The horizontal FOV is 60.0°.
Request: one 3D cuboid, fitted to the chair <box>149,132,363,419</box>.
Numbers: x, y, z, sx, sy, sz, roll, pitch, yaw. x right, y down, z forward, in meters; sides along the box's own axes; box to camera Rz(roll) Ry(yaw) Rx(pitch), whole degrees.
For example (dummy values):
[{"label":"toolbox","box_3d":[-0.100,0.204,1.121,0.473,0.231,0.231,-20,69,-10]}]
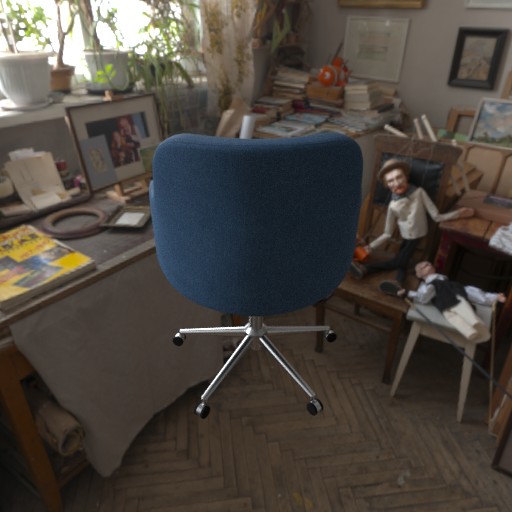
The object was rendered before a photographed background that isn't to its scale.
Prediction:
[{"label":"chair","box_3d":[0.000,0.000,1.255,0.599,0.820,0.655,-1,30,-1]}]
